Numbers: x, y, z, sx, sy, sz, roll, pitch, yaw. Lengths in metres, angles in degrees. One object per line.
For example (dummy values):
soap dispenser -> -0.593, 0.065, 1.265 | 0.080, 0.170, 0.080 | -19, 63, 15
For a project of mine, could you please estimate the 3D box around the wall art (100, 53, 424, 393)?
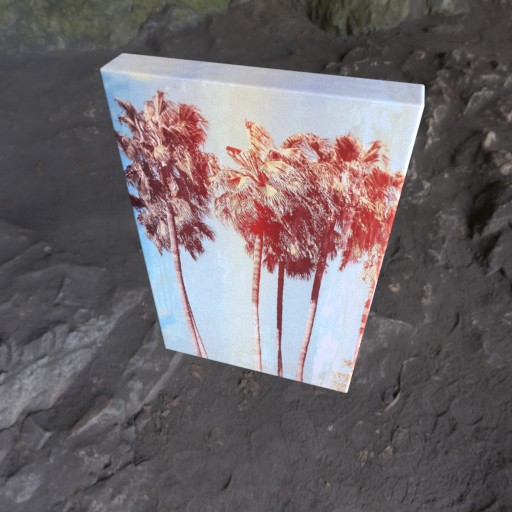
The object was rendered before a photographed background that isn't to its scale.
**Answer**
wall art -> 0.000, 0.000, 0.472 | 0.251, 0.380, 0.039 | 11, 44, 12
